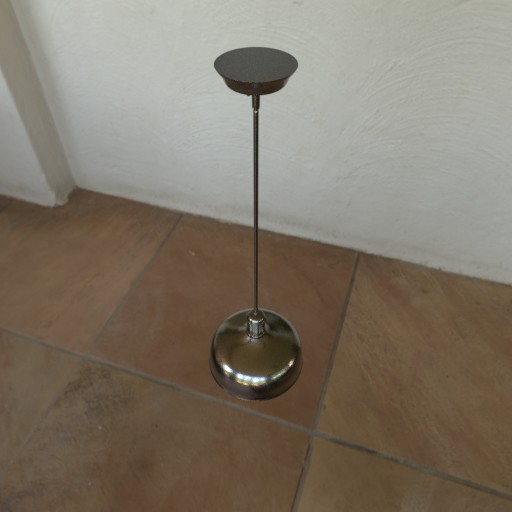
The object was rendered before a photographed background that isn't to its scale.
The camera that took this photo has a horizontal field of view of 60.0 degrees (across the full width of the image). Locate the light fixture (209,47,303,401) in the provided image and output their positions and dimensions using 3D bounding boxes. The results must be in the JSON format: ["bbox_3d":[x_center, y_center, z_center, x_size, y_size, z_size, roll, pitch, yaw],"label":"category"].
[{"bbox_3d":[0.000,0.000,1.084,0.299,0.935,0.299,16,48,15],"label":"light fixture"}]
